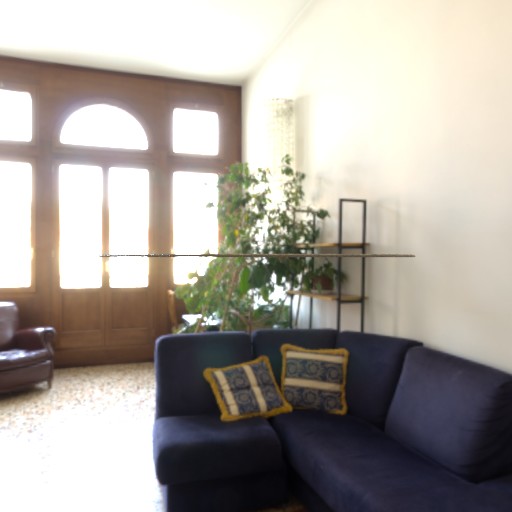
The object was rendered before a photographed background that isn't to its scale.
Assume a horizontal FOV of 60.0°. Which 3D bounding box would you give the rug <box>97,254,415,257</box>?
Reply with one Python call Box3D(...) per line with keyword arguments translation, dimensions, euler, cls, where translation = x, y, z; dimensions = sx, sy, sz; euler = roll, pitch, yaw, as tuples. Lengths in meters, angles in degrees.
Box3D(translation=(0.000, 0.000, 2.351), dimensions=(1.593, 0.012, 1.593), euler=(0, 0, 0), cls="rug")
